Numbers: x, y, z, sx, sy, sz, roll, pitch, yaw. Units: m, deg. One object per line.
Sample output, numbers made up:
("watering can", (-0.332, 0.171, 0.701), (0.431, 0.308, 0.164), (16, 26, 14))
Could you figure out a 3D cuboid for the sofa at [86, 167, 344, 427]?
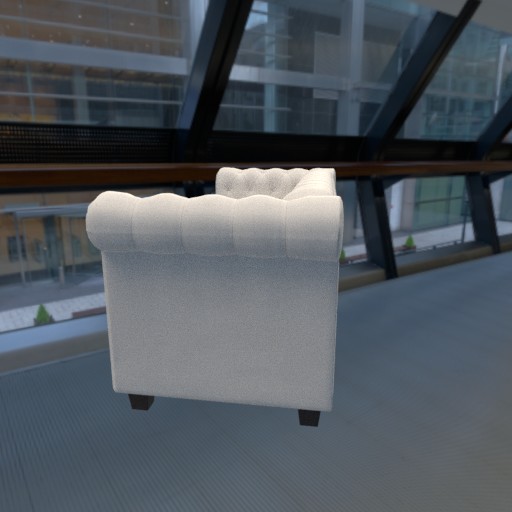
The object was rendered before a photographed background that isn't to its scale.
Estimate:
("sofa", (0.000, 0.000, 2.190), (0.771, 0.796, 1.798), (2, 14, 9))
